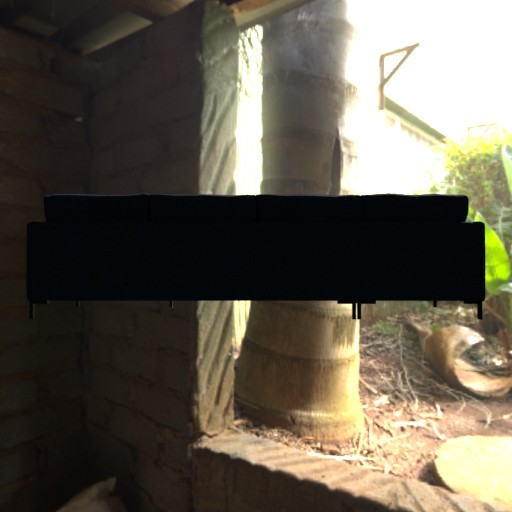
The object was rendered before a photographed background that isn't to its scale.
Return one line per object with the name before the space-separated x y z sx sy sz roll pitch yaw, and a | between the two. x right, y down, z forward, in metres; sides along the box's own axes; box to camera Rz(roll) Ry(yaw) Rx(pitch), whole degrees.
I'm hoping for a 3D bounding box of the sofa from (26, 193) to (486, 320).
sofa | 0.000 0.000 3.184 2.486 0.687 1.707 0 0 0
